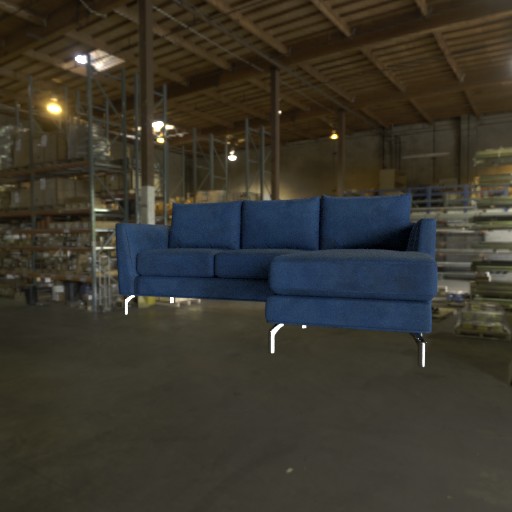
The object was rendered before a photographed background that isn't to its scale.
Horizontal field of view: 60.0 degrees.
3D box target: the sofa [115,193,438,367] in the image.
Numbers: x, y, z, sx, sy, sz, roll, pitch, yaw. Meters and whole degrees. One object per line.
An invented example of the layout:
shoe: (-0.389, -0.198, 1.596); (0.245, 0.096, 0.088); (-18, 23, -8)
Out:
sofa: (0.000, 0.000, 3.242); (2.438, 0.987, 1.622); (1, 2, 20)
